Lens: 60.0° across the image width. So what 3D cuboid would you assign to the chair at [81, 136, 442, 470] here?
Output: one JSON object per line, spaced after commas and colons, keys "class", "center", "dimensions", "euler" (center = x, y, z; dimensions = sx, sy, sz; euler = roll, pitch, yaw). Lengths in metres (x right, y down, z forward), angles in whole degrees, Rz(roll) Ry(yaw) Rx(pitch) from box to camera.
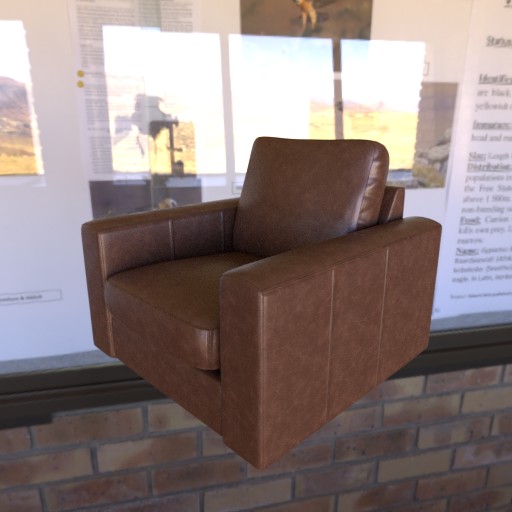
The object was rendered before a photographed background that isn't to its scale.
{"class": "chair", "center": [0.000, 0.000, 1.715], "dimensions": [1.016, 0.873, 1.005], "euler": [-16, 23, -42]}
